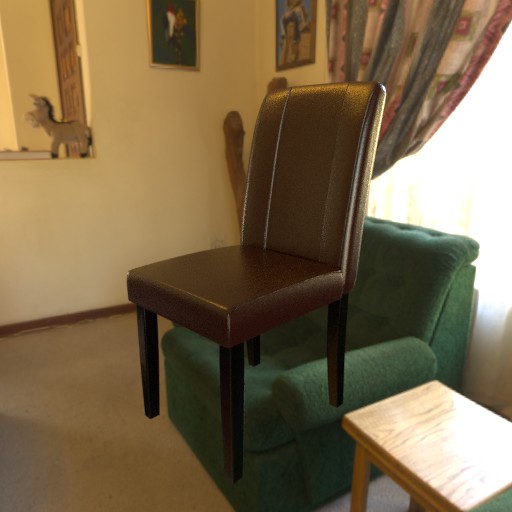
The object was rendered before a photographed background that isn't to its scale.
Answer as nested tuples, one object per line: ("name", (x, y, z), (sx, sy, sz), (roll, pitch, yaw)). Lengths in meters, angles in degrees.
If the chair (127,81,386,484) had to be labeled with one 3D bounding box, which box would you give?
("chair", (0.000, 0.000, 1.180), (0.399, 0.897, 0.556), (14, 21, 43))
